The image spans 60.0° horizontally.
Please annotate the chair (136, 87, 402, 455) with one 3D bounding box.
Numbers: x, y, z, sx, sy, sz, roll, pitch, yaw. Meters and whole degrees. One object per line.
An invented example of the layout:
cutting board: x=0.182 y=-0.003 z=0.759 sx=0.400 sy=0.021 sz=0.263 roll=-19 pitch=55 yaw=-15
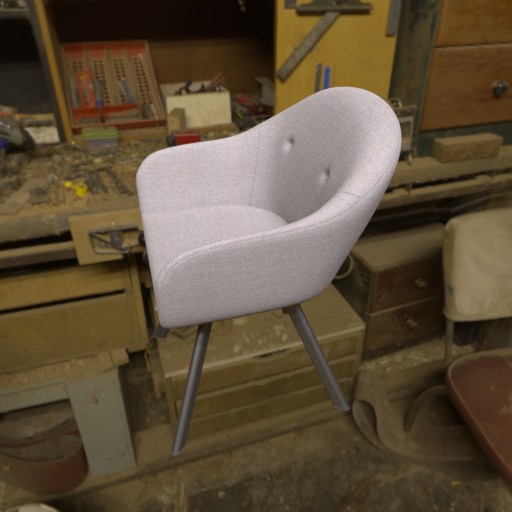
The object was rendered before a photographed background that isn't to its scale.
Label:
chair: x=0.000 y=0.000 z=1.135 sx=0.570 sy=0.780 sz=0.540 roll=-9 pitch=34 yaw=-14
